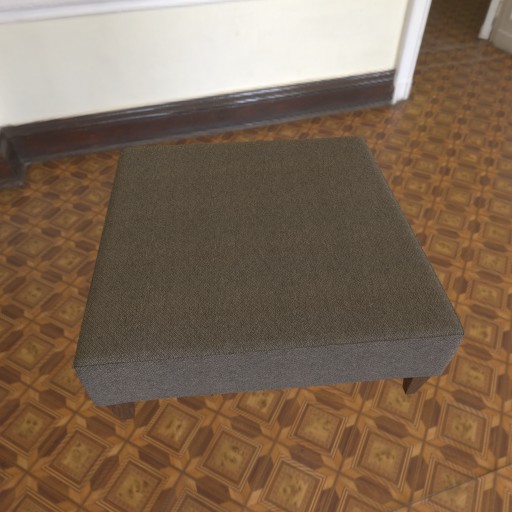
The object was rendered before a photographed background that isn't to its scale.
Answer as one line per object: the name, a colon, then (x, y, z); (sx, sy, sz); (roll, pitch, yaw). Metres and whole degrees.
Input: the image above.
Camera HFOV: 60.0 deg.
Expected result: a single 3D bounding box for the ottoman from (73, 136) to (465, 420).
ottoman: (0.000, 0.000, 1.513); (0.970, 0.378, 0.981); (-4, 45, -4)
